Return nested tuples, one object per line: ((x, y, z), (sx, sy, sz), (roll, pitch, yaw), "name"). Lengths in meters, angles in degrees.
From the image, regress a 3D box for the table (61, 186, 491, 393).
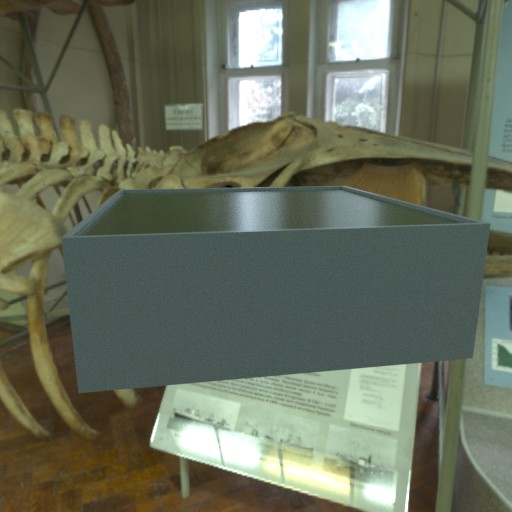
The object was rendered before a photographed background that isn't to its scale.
((0.000, 0.000, 1.228), (0.801, 0.299, 0.801), (-2, 15, -10), "table")
